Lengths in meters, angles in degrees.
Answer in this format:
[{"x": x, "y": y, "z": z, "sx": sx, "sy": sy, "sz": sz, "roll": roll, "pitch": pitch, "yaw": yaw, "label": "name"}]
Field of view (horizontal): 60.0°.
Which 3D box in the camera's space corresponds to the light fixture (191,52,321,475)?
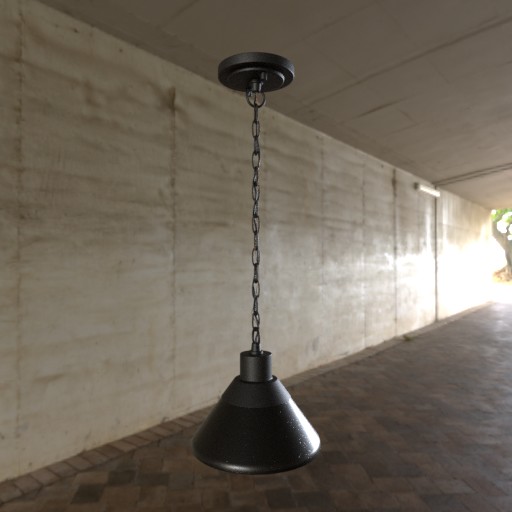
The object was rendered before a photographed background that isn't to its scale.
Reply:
[{"x": 0.000, "y": 0.000, "z": 0.697, "sx": 0.201, "sy": 0.588, "sz": 0.201, "roll": 0, "pitch": -1, "yaw": -19, "label": "light fixture"}]
